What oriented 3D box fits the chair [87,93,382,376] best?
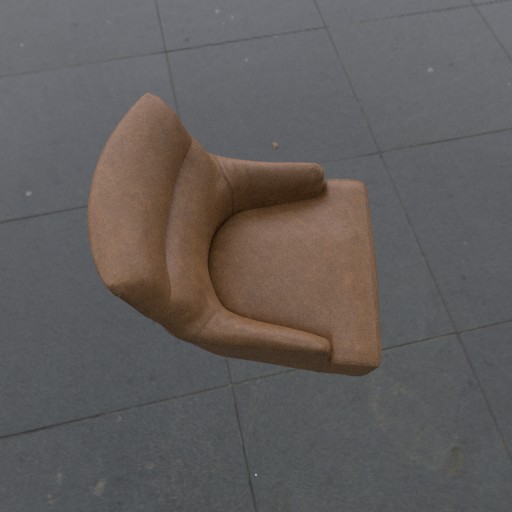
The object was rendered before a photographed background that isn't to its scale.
[{"bbox_3d":[0.000,0.000,1.541,0.874,0.869,0.729,2,64,1],"label":"chair"}]
